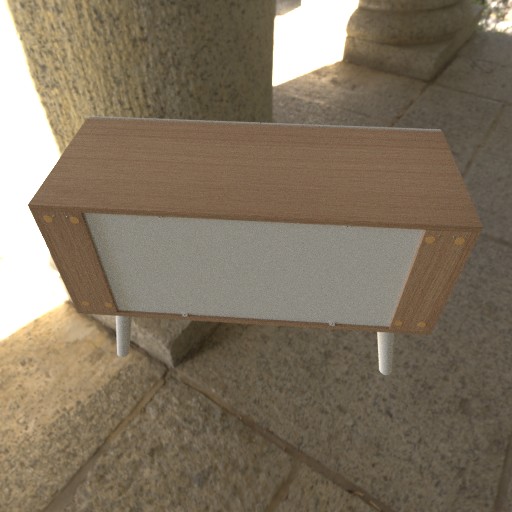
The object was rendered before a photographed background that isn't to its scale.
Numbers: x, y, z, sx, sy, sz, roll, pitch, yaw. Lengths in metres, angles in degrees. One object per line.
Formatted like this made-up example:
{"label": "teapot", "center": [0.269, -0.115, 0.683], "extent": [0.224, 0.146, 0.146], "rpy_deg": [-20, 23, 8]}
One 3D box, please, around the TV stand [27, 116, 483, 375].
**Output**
{"label": "TV stand", "center": [0.000, 0.000, 1.336], "extent": [0.991, 0.660, 0.407], "rpy_deg": [3, 46, 3]}
